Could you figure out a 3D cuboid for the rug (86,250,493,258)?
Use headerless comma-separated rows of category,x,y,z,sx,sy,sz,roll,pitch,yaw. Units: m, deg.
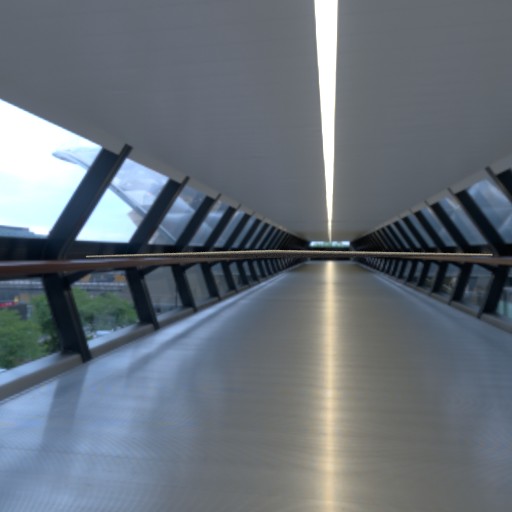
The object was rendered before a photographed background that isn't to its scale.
rug,0.000,0.000,2.307,1.220,0.007,1.828,0,-1,-36
